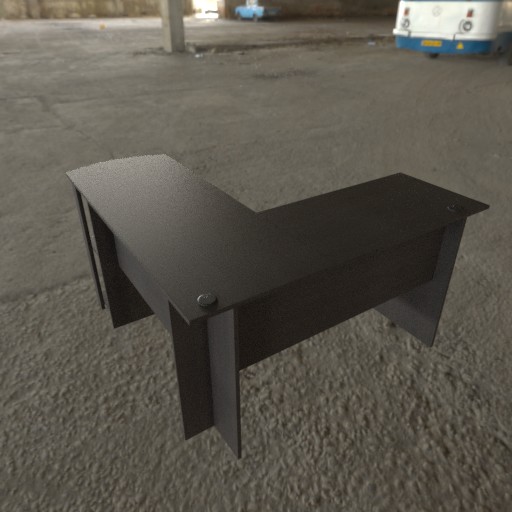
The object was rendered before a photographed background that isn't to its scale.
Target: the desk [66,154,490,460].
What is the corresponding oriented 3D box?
[{"bbox_3d":[0.000,0.000,2.102,1.303,0.716,1.361,-19,35,-28],"label":"desk"}]
